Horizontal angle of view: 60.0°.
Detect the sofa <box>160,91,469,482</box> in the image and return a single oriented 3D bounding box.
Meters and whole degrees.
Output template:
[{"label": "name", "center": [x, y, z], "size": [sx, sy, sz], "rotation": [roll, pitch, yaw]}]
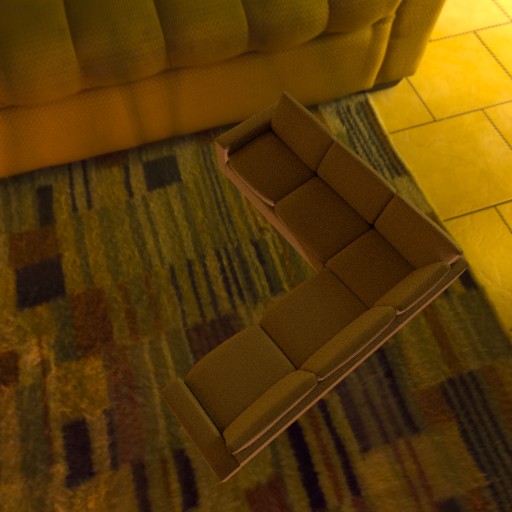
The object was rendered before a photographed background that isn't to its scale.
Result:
[{"label": "sofa", "center": [0.000, 0.000, 4.120], "size": [2.742, 0.800, 2.622], "rotation": [-36, 69, -16]}]
